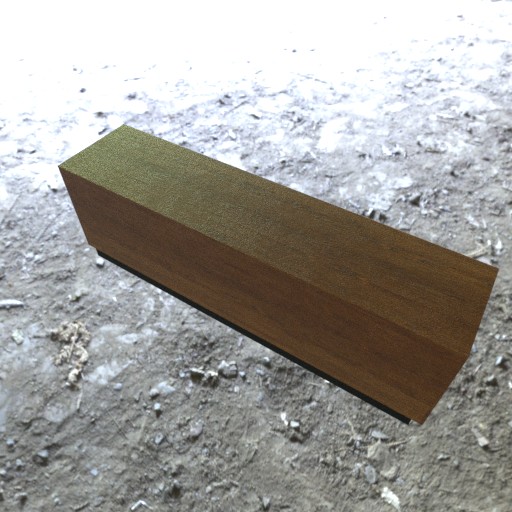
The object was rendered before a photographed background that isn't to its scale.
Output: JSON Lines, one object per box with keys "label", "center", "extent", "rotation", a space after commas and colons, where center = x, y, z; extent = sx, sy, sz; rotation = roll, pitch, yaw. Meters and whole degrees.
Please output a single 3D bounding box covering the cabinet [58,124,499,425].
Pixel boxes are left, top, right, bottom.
{"label": "cabinet", "center": [0.000, 0.000, 1.775], "extent": [1.600, 0.510, 0.419], "rotation": [25, 52, 21]}
